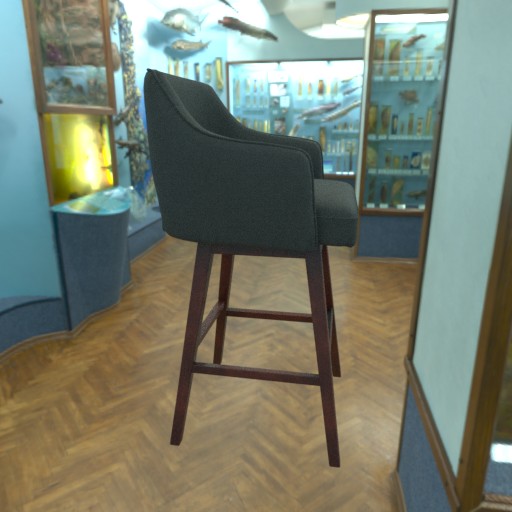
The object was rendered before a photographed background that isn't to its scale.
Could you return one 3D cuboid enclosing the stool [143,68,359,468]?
[{"bbox_3d":[0.000,0.000,1.308,0.558,1.012,0.548,3,17,10],"label":"stool"}]
